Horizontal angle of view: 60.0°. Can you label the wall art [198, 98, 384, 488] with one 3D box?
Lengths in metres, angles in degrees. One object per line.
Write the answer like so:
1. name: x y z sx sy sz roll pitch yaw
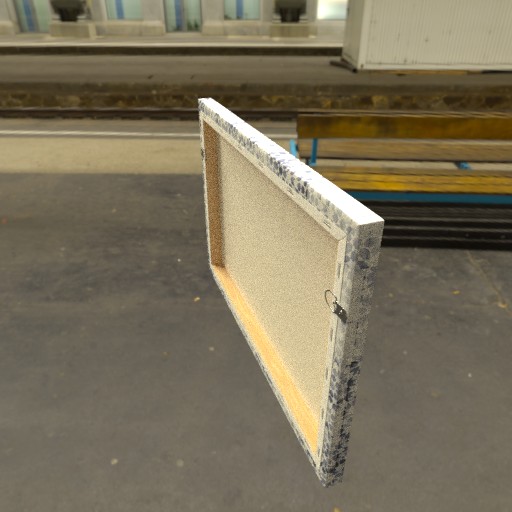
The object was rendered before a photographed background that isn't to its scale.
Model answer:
1. wall art: 0.000 0.000 0.754 0.030 0.406 0.608 -11 32 -17
